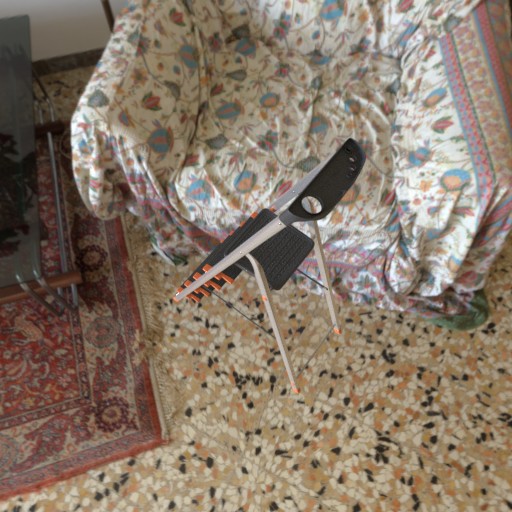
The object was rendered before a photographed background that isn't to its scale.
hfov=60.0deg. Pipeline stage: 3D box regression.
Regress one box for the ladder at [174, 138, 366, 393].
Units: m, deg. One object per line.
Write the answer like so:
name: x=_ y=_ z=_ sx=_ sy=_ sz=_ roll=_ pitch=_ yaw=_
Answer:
ladder: x=0.000 y=0.000 z=2.106 sx=0.995 sy=1.646 sz=0.480 roll=34 pitch=68 yaw=16
